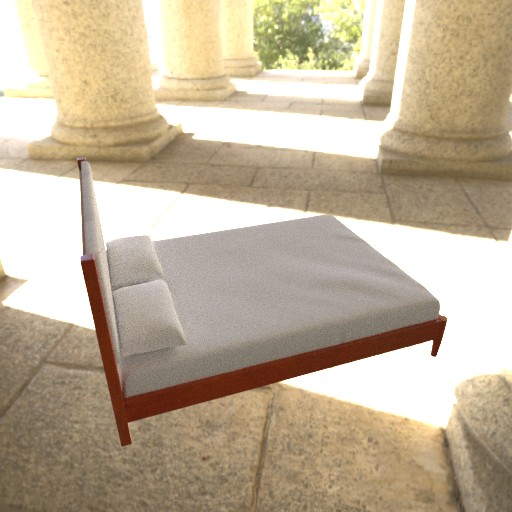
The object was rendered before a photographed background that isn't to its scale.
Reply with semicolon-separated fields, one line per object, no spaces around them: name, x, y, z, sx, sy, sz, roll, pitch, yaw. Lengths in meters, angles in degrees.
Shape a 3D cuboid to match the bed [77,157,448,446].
bed;0.000;0.000;3.078;2.117;1.165;1.566;-10;31;-17
